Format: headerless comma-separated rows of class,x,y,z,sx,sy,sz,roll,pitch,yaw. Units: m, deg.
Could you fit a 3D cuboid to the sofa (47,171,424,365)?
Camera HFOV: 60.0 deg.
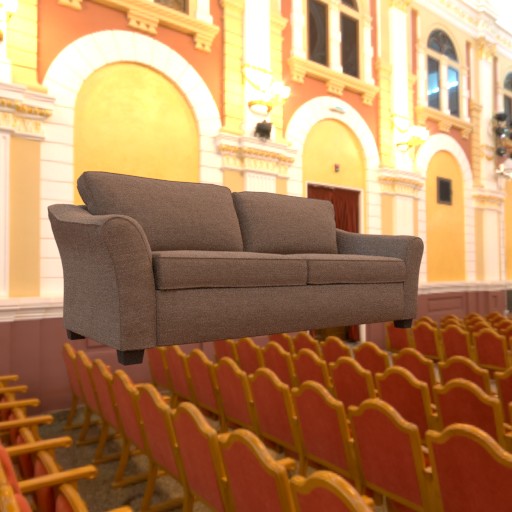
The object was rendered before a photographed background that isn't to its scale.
sofa,0.000,0.000,2.788,2.270,0.965,0.980,1,-2,-36
